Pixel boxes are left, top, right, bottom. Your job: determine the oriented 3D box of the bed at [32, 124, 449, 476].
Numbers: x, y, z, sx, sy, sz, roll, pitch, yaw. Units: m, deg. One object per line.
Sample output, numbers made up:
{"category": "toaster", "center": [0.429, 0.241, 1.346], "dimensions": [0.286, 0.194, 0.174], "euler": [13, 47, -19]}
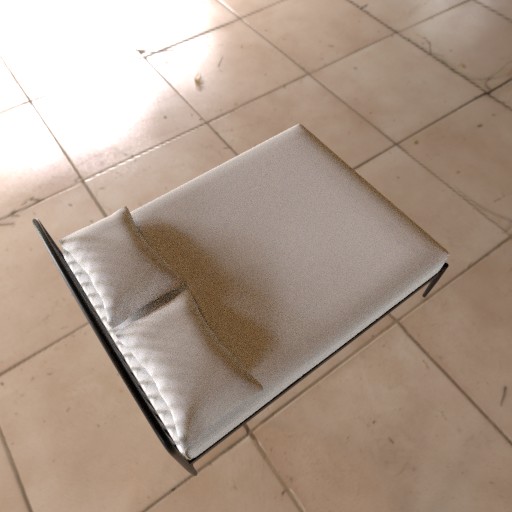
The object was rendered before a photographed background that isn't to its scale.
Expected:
{"category": "bed", "center": [0.000, 0.000, 2.984], "dimensions": [2.159, 1.166, 1.618], "euler": [-32, 63, -18]}
